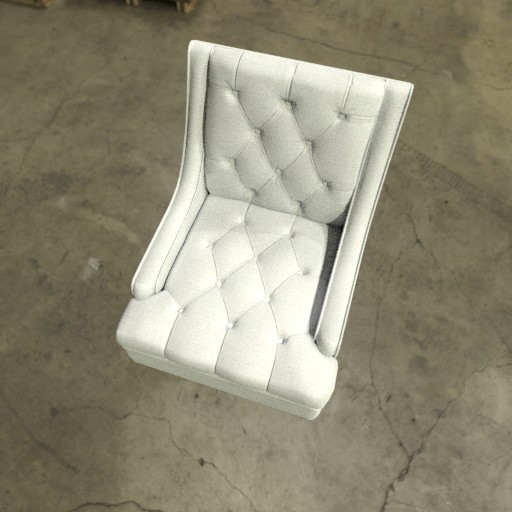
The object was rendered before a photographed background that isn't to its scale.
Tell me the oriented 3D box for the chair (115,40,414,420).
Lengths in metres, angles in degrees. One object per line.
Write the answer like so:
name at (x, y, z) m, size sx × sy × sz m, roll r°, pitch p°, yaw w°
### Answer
chair at (0.000, 0.000, 1.391) m, size 0.658 × 0.891 × 0.772 m, roll 15°, pitch 60°, yaw 9°
